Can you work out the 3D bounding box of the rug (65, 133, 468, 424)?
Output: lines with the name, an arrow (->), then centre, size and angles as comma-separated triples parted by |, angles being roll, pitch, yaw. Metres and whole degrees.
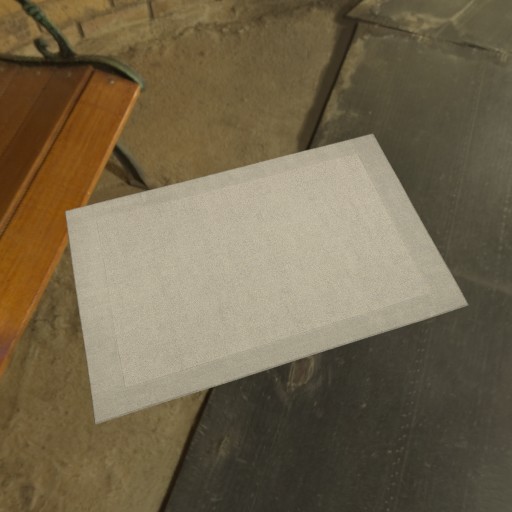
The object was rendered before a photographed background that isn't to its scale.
rug -> 0.000, 0.000, 3.059 | 2.438, 0.014, 1.524 | -16, 65, -8
